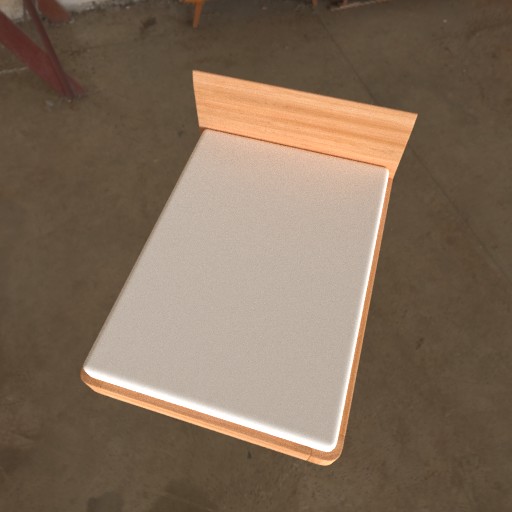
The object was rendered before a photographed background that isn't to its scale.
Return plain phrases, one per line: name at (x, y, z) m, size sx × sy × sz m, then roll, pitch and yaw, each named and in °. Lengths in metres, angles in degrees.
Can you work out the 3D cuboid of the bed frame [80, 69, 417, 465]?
bed frame at (0.000, 0.000, 2.736) m, size 1.472 × 0.940 × 1.992 m, roll 14°, pitch 60°, yaw 9°
